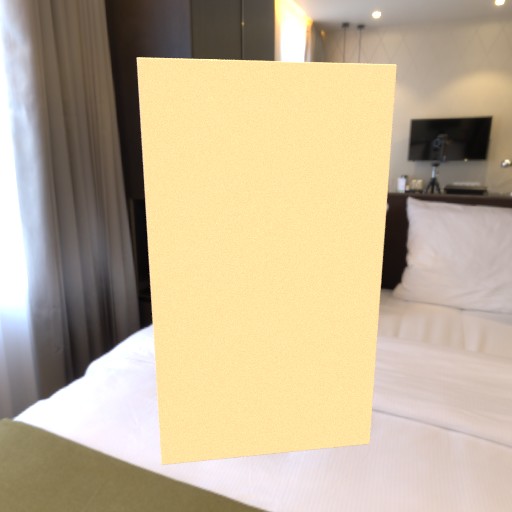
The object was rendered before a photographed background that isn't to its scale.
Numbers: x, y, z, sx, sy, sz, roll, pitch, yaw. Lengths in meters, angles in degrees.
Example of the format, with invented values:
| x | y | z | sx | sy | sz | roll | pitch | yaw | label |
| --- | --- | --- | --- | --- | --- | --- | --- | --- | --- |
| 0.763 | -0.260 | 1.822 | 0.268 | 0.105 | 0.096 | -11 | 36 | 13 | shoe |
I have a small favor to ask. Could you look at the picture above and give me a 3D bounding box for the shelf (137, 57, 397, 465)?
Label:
| x | y | z | sx | sy | sz | roll | pitch | yaw | label |
| --- | --- | --- | --- | --- | --- | --- | --- | --- | --- |
| 0.000 | 0.000 | 0.795 | 0.350 | 0.600 | 0.290 | -2 | 14 | -8 | shelf |
